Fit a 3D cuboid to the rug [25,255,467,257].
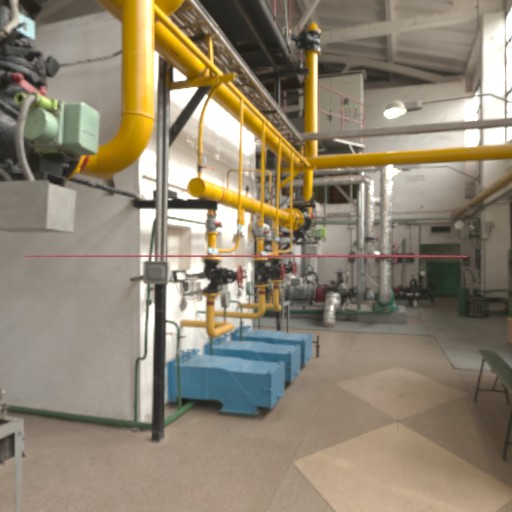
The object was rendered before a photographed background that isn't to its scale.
[{"bbox_3d":[0.000,0.000,3.005,2.423,0.010,1.534,0,0,19],"label":"rug"}]
